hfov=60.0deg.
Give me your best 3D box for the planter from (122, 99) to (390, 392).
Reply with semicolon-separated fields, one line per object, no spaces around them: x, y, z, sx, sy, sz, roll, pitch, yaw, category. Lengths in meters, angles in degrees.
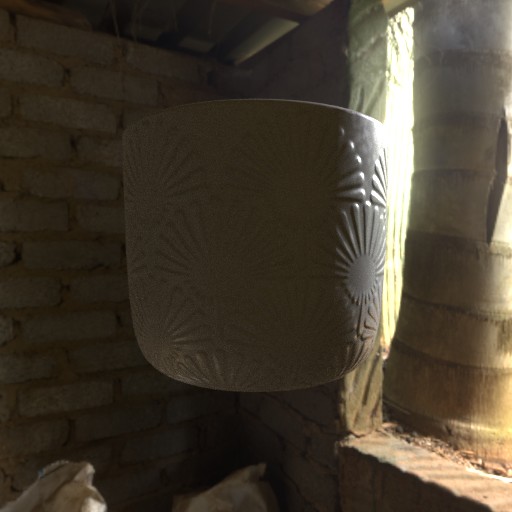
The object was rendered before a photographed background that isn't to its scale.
0.000;0.000;0.214;0.124;0.109;0.124;0;0;0;planter
